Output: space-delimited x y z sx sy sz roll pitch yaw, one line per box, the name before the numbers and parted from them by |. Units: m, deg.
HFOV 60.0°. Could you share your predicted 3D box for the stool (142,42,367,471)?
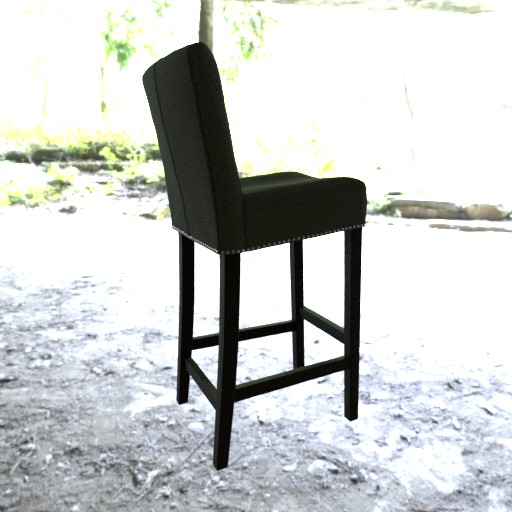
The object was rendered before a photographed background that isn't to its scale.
stool | 0.000 0.000 1.301 0.548 1.047 0.411 -7 16 -26
